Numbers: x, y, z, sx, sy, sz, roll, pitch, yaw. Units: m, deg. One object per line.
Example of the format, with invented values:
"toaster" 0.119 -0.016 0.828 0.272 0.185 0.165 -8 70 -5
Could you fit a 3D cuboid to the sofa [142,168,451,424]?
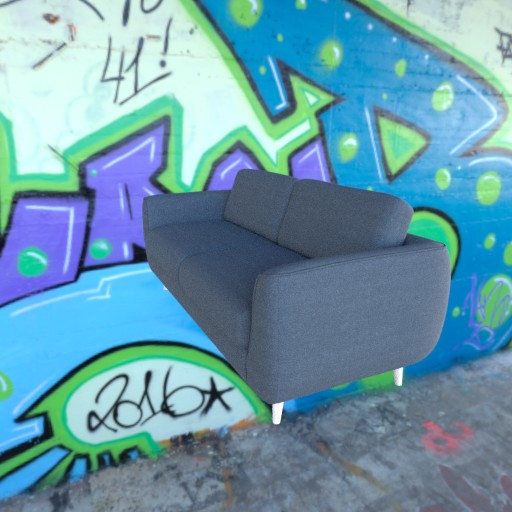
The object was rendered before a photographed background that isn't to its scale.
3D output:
"sofa" 0.000 0.000 2.478 0.920 0.850 2.000 -7 17 -25
